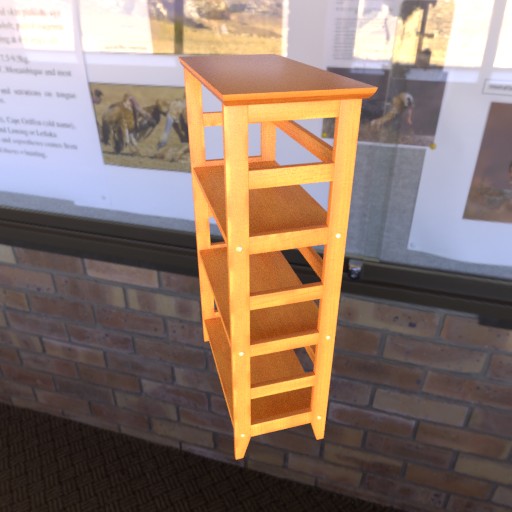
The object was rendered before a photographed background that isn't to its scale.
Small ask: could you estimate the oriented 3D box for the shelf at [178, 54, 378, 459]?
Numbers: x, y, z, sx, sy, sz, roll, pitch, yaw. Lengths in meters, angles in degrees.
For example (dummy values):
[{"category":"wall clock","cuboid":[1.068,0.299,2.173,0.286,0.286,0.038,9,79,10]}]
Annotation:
[{"category":"shelf","cuboid":[0.000,0.000,1.360,0.305,1.067,0.660,-8,31,-13]}]
